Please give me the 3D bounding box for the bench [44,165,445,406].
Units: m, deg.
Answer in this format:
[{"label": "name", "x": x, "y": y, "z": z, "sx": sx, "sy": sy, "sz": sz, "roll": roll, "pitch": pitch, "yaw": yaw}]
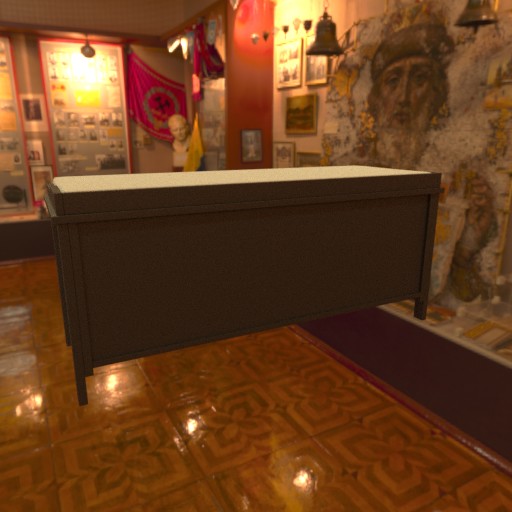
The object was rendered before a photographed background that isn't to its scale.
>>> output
[{"label": "bench", "x": 0.000, "y": 0.000, "z": 1.380, "sx": 1.140, "sy": 0.501, "sz": 0.398, "roll": -8, "pitch": 17, "yaw": -26}]
